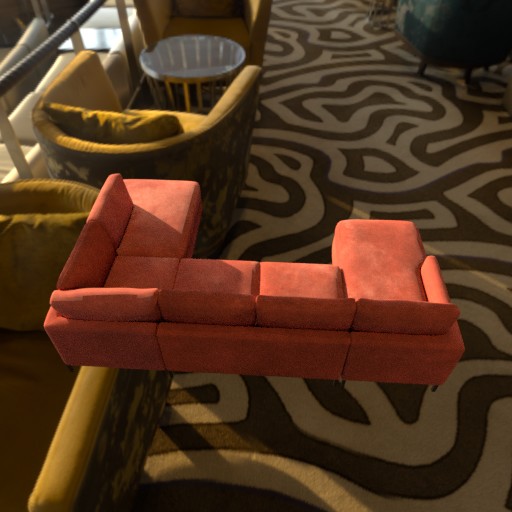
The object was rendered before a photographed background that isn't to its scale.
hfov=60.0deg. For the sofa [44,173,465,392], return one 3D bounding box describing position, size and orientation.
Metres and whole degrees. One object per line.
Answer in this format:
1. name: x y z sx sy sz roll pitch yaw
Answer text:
1. sofa: 0.000 0.000 3.849 2.971 0.858 1.981 2 46 2
